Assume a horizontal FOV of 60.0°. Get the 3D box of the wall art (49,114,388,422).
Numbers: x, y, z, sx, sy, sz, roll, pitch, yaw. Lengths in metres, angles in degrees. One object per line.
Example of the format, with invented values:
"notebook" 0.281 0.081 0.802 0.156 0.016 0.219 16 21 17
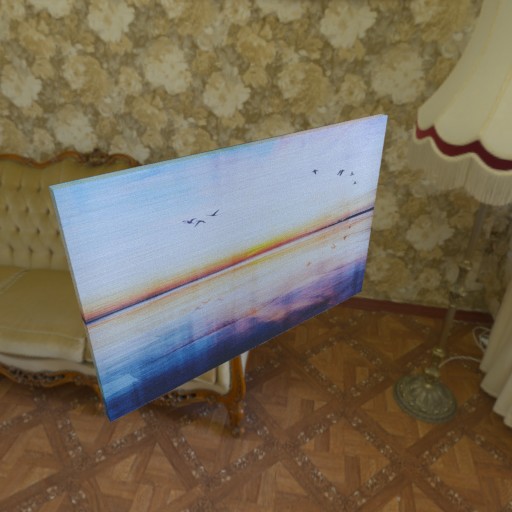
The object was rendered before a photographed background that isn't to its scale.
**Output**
"wall art" 0.000 0.000 1.465 1.137 0.756 0.034 -21 37 -31
